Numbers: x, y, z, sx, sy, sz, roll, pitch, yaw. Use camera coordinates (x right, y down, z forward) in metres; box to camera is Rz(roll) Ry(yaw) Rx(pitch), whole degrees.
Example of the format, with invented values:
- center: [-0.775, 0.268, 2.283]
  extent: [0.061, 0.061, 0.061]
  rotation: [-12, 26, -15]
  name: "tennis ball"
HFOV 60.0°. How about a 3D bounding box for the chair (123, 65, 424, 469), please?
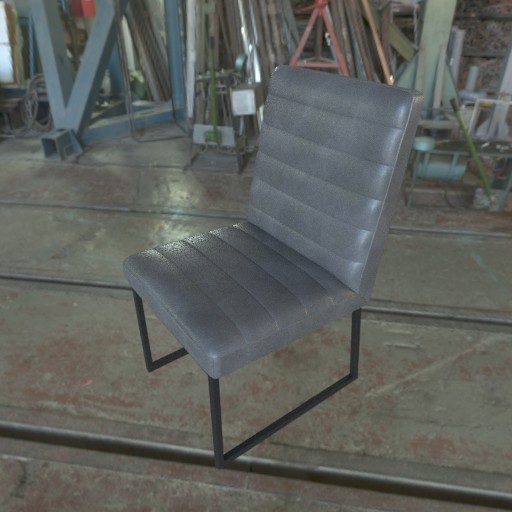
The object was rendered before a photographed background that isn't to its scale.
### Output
- center: [0.000, 0.000, 1.280]
  extent: [0.634, 0.930, 0.520]
  rotation: [-21, 37, -31]
  name: "chair"
